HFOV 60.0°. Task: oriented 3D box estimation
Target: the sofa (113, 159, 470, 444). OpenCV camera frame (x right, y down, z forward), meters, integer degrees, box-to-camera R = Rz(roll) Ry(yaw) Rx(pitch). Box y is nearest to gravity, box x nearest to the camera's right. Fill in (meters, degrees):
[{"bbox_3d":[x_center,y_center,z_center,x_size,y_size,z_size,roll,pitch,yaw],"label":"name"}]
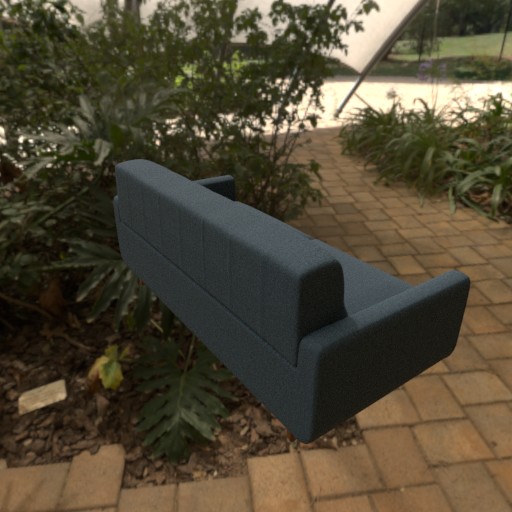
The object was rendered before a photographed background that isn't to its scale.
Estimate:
[{"bbox_3d":[0.000,0.000,2.557,0.942,0.884,2.055,-17,31,-31],"label":"sofa"}]
